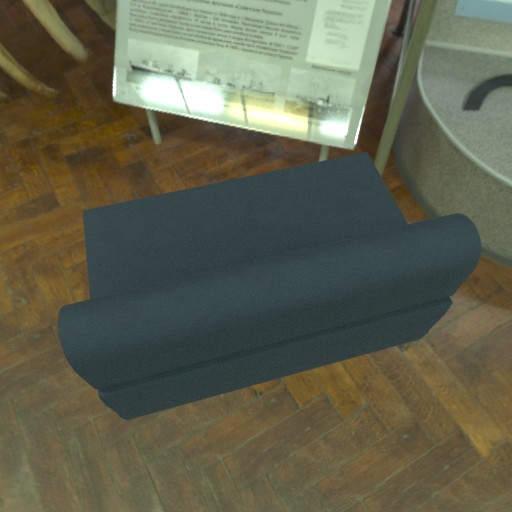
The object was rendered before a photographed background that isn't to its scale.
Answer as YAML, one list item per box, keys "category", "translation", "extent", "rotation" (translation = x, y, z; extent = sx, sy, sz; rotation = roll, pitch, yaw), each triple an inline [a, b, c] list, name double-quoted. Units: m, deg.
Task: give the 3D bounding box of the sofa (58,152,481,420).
- category: "sofa"
  translation: [0.000, 0.000, 1.642]
  extent: [1.219, 0.660, 0.762]
  rotation: [-13, 59, -8]
